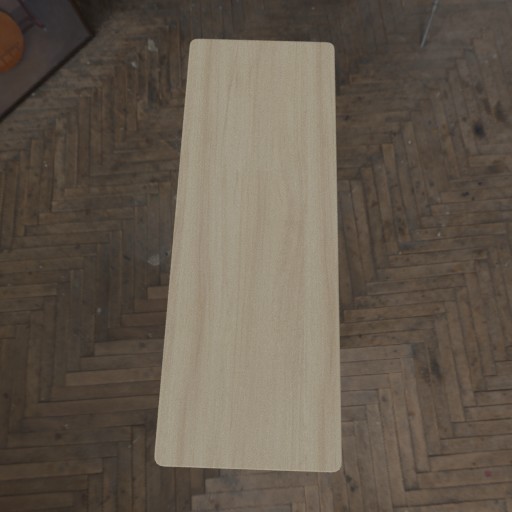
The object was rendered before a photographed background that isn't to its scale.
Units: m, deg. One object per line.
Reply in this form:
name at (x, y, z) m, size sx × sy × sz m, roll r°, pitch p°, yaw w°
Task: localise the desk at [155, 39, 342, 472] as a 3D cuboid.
desk at (0.000, 0.000, 1.855) m, size 0.550 × 0.755 × 1.500 m, roll 2°, pitch 74°, yaw 0°
